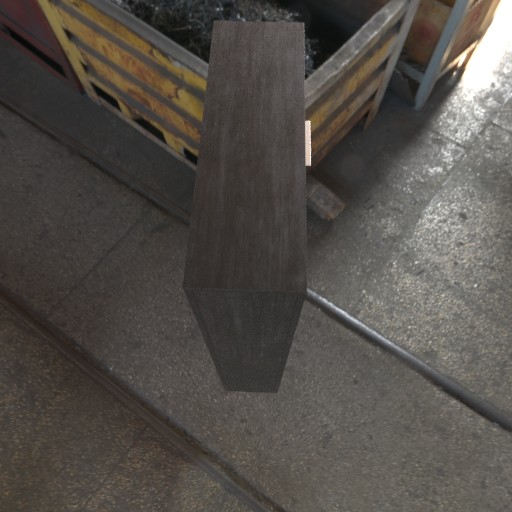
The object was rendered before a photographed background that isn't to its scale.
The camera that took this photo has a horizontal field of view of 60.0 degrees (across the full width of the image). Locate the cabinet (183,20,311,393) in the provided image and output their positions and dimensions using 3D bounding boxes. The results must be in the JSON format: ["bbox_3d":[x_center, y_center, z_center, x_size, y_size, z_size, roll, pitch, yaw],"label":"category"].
[{"bbox_3d":[0.000,0.000,1.577,0.250,1.280,0.750,2,65,1],"label":"cabinet"}]
